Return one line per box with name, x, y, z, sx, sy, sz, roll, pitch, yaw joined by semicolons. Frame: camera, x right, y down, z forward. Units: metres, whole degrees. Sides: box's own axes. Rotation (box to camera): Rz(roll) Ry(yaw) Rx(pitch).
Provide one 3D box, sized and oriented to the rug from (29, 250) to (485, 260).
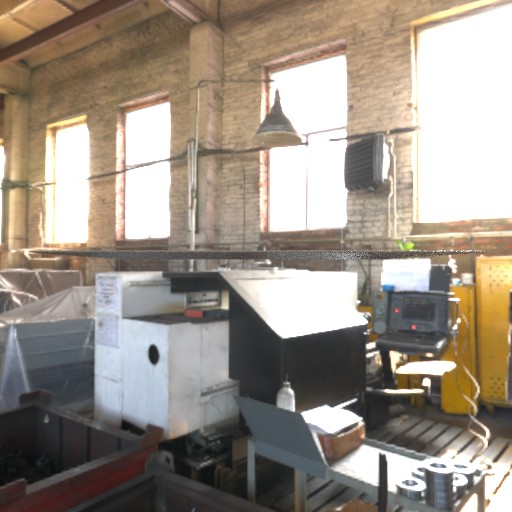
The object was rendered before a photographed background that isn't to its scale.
rug;0.000;0.000;2.947;2.214;0.013;1.609;0;-2;-1
